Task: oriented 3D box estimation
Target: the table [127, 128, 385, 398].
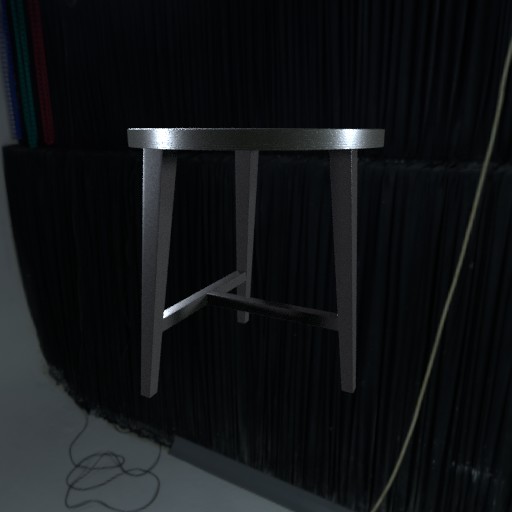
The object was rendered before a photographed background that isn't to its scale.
[{"bbox_3d":[0.000,0.000,0.965,0.500,0.531,0.500,0,16,0],"label":"table"}]
